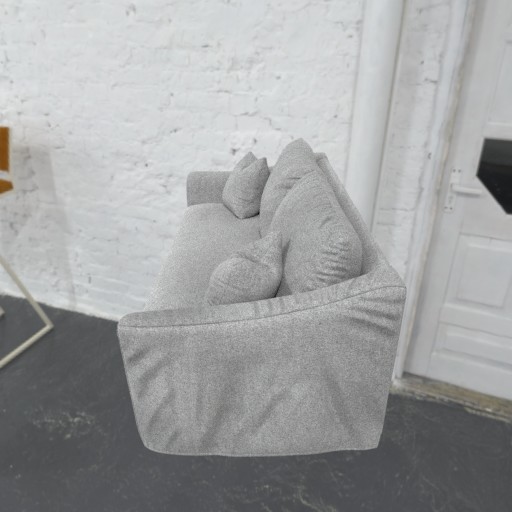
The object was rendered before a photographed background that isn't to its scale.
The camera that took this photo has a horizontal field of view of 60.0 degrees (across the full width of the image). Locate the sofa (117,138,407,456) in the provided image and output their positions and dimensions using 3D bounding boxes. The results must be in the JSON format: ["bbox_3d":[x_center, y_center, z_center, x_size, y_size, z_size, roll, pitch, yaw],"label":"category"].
[{"bbox_3d":[0.000,0.000,2.567,1.072,1.018,2.010,0,26,0],"label":"sofa"}]
